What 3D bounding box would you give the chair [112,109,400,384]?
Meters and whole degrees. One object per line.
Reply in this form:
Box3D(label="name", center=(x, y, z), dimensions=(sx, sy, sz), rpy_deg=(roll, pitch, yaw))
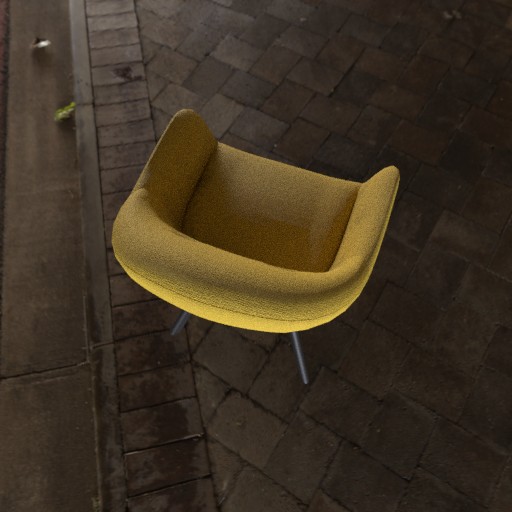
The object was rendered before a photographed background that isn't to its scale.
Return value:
Box3D(label="chair", center=(0.000, 0.000, 1.146), dimensions=(0.545, 0.775, 0.565), rpy_deg=(18, 66, 8))
